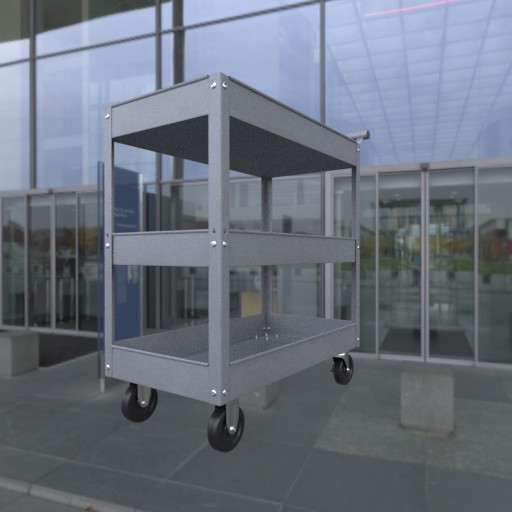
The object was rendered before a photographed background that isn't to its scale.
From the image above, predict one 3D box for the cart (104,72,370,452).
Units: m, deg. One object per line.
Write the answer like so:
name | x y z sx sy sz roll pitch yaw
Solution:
cart | 0.000 0.000 1.208 0.366 0.780 0.719 0 0 36
